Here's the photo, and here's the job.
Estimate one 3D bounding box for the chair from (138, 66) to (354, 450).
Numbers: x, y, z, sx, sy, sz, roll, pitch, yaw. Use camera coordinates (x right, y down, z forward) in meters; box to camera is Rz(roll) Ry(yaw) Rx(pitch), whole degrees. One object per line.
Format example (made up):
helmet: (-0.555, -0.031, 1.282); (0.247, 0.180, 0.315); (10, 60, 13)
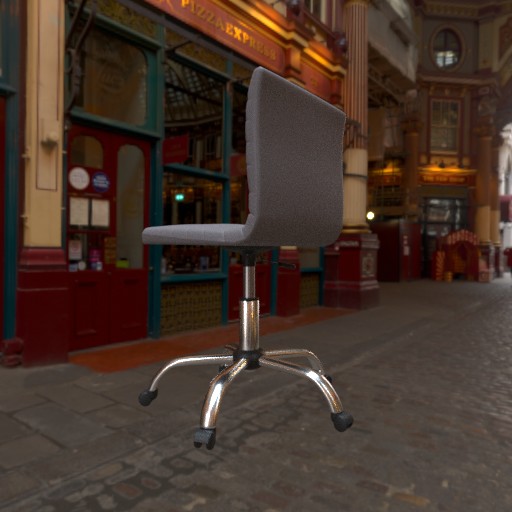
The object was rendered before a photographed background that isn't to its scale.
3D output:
chair: (0.000, 0.000, 1.142); (0.530, 0.780, 0.556); (1, 1, 37)
